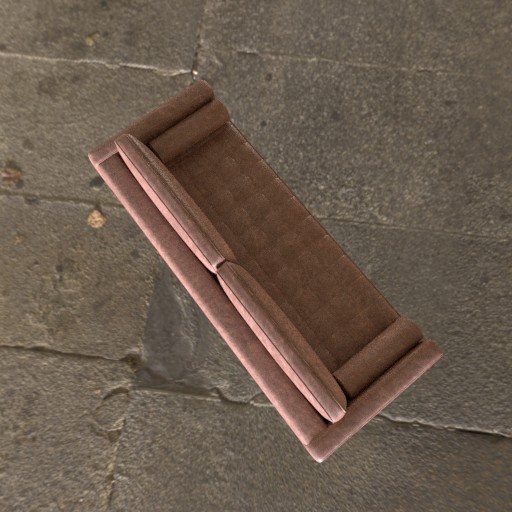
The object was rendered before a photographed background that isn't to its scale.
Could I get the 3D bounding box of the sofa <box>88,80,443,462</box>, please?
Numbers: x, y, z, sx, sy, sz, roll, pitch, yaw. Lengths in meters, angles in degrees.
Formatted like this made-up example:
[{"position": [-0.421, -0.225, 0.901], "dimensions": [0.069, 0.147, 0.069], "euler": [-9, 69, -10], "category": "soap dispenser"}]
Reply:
[{"position": [0.000, 0.000, 2.714], "dimensions": [0.914, 0.762, 2.210], "euler": [-37, 77, -10], "category": "sofa"}]
